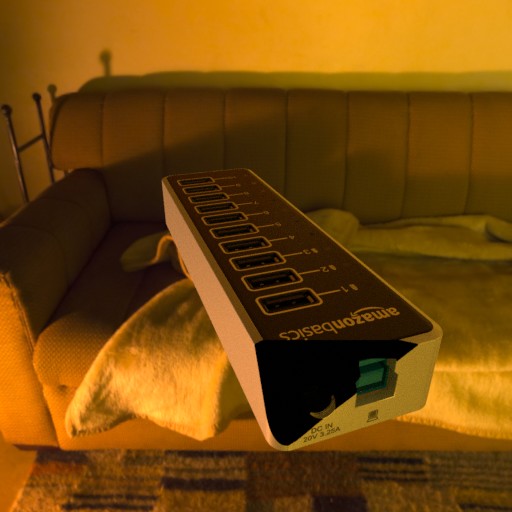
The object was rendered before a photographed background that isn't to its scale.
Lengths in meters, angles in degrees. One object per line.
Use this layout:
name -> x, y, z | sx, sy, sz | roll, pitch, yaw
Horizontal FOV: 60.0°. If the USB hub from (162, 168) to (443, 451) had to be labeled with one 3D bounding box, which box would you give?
USB hub -> 0.000, 0.000, 0.161 | 0.044, 0.023, 0.145 | -9, 29, -18
